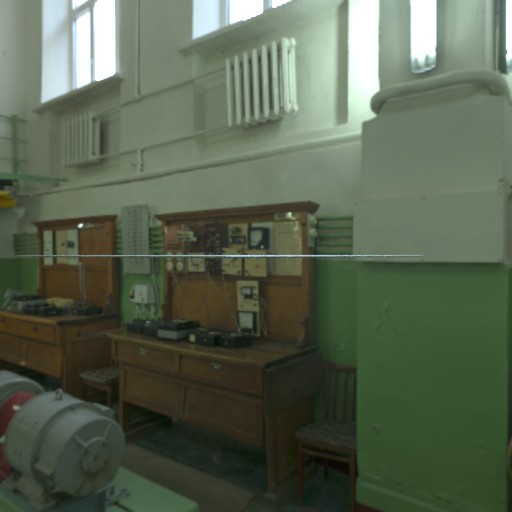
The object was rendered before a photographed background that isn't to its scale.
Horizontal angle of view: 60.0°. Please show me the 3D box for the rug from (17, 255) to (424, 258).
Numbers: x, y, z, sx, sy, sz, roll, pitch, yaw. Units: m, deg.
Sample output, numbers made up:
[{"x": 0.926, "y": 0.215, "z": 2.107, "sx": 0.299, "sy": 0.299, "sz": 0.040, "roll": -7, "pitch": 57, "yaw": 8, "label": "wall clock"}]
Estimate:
[{"x": 0.000, "y": 0.000, "z": 2.990, "sx": 1.512, "sy": 0.009, "sz": 2.457, "roll": 0, "pitch": 0, "yaw": 36, "label": "rug"}]
